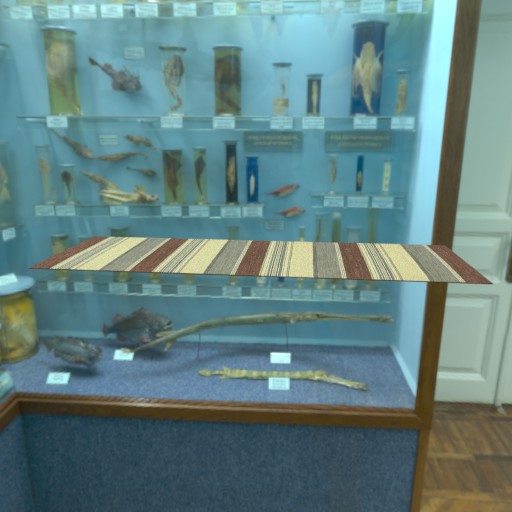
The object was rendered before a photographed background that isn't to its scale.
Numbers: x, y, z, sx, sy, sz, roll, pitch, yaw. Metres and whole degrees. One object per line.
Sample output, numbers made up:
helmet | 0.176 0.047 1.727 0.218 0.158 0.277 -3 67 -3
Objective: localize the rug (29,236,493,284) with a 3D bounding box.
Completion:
rug | 0.000 0.000 2.693 2.437 0.006 0.792 2 15 6
